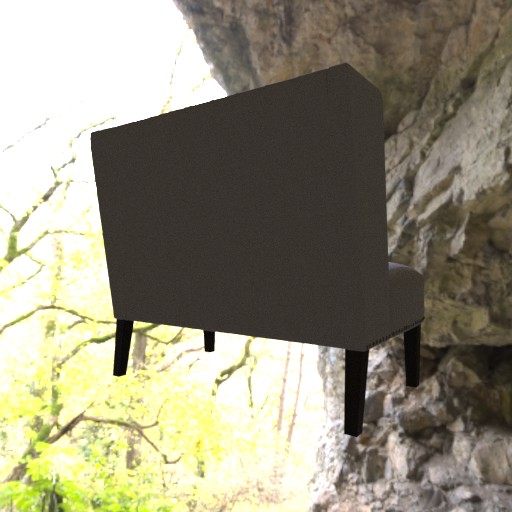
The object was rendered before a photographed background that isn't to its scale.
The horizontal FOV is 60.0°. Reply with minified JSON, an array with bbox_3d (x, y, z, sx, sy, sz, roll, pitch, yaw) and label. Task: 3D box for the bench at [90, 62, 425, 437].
[{"bbox_3d":[0.000,0.000,1.978,1.280,1.123,0.847,0,0,36],"label":"bench"}]
